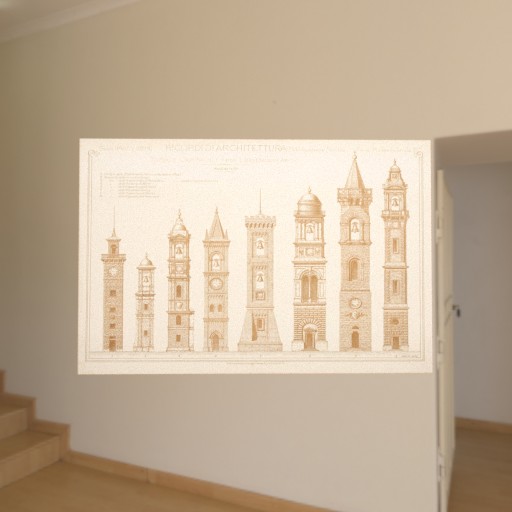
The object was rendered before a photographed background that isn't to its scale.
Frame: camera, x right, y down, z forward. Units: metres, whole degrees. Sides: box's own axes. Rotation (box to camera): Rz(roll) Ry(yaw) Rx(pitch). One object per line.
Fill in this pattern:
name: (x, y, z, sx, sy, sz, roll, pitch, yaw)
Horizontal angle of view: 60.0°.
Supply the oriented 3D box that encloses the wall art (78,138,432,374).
wall art: (0.000, 0.000, 1.165, 0.915, 0.608, 0.033, 0, -1, -1)
